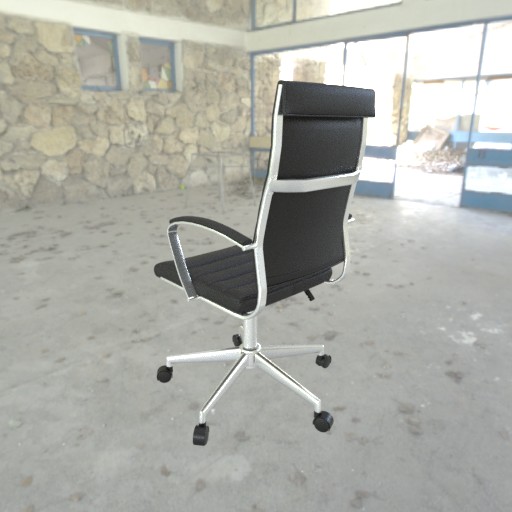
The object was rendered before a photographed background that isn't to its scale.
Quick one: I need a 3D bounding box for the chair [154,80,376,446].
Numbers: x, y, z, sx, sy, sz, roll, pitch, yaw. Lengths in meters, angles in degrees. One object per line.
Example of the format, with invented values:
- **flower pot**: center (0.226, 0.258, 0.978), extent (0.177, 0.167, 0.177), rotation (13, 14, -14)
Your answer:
- **chair**: center (0.000, 0.000, 1.638), extent (0.766, 1.149, 0.739), rotation (-16, 23, -43)
